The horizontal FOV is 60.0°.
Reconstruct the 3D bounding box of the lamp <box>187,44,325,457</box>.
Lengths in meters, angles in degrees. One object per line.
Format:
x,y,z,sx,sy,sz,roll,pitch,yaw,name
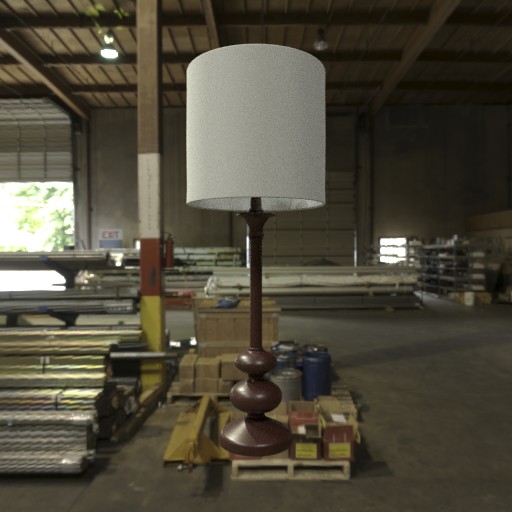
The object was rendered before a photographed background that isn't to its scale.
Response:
0.000,0.000,0.823,0.254,0.690,0.254,0,1,0,lamp
